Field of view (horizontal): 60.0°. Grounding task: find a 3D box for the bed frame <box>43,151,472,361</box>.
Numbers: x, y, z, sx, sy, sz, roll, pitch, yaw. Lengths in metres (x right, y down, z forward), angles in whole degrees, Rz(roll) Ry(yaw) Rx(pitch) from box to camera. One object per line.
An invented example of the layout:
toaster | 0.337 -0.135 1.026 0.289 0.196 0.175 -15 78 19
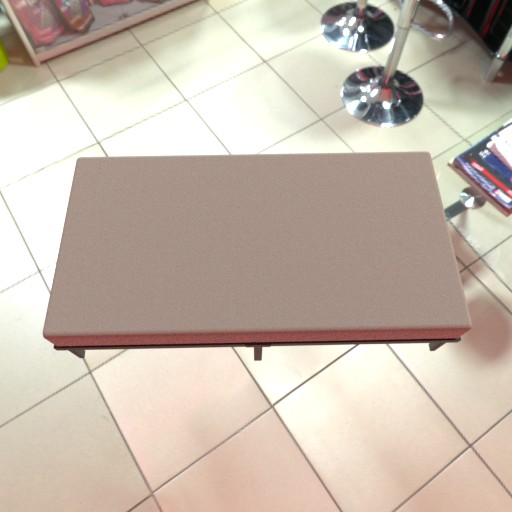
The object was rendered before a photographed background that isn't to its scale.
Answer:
bed frame | 0.000 0.000 3.256 2.635 0.680 1.393 -1 64 -1
